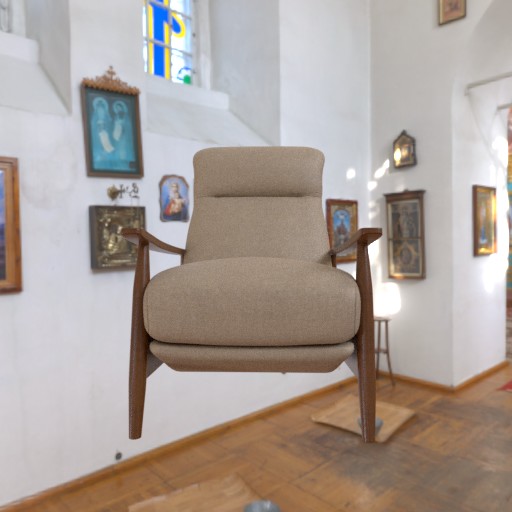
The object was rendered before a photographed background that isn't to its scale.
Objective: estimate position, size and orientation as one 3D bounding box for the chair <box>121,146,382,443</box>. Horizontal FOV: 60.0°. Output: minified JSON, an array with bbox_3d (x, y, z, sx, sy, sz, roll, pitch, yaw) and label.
[{"bbox_3d":[0.000,0.000,1.790,0.762,1.082,1.030,0,1,2],"label":"chair"}]
